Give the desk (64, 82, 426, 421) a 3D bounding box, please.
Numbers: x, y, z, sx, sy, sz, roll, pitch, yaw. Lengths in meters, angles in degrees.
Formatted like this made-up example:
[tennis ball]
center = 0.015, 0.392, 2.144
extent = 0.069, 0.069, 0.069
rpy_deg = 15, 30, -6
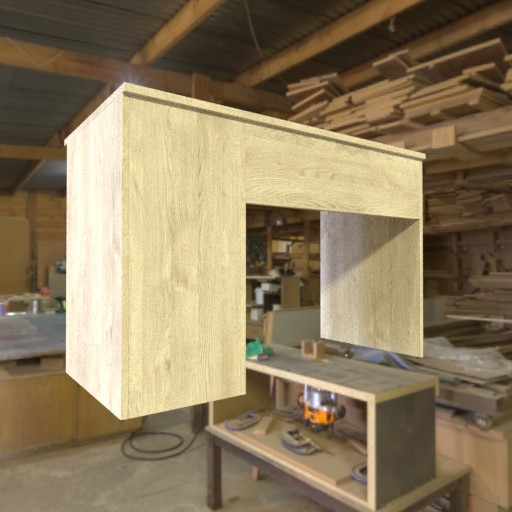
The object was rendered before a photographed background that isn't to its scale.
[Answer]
[desk]
center = 0.000, 0.000, 1.496
extent = 1.097, 0.735, 0.560
rpy_deg = 1, -1, -36
